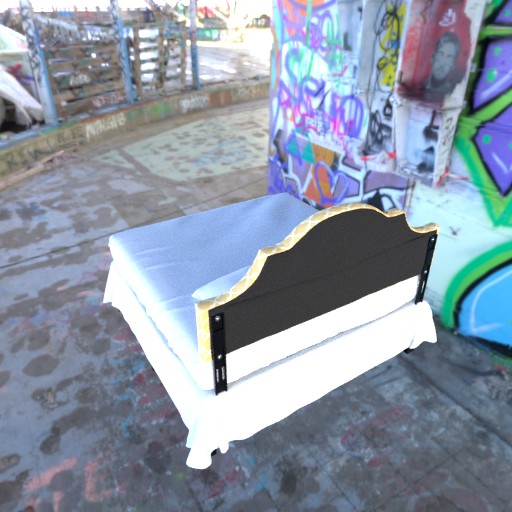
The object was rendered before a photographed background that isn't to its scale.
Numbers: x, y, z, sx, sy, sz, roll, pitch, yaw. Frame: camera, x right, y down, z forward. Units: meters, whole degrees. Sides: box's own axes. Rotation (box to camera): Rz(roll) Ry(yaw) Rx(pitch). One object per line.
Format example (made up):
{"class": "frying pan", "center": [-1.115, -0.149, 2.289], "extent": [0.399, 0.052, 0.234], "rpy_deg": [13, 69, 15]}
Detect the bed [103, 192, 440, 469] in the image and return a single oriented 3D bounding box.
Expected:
{"class": "bed", "center": [0.000, 0.000, 3.756], "extent": [2.314, 1.601, 2.222], "rpy_deg": [-17, 34, -27]}
